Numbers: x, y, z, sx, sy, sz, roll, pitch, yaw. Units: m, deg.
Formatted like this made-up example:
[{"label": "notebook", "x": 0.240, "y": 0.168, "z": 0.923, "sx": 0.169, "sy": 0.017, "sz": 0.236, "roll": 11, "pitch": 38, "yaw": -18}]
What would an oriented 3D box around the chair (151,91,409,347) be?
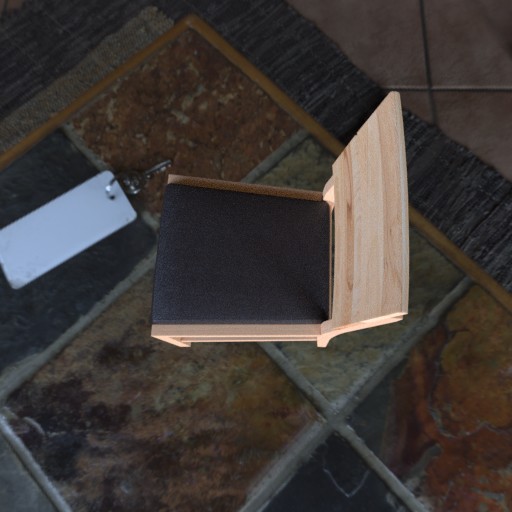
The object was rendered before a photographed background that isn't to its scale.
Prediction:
[{"label": "chair", "x": 0.000, "y": 0.000, "z": 1.250, "sx": 0.560, "sy": 0.950, "sz": 0.475, "roll": 3, "pitch": 75, "yaw": 1}]
